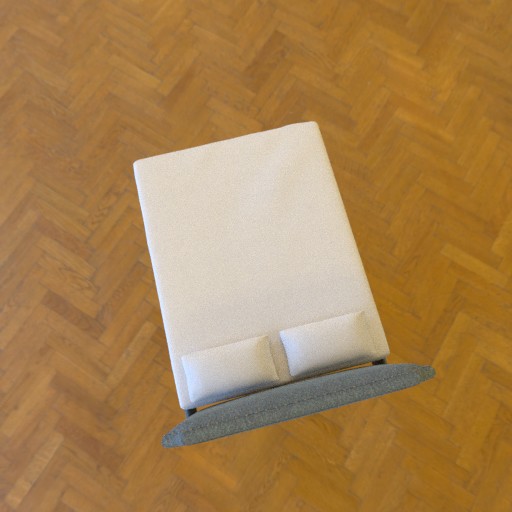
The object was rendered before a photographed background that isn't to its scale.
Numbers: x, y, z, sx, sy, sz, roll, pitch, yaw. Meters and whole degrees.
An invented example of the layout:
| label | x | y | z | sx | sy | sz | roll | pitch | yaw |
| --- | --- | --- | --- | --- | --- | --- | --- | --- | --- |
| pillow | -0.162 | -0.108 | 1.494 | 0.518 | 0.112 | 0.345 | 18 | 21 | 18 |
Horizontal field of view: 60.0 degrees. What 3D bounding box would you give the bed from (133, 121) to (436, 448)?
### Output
| label | x | y | z | sx | sy | sz | roll | pitch | yaw |
| --- | --- | --- | --- | --- | --- | --- | --- | --- | --- |
| bed | 0.000 | 0.000 | 3.513 | 1.712 | 1.443 | 2.372 | -14 | 76 | -3 |
